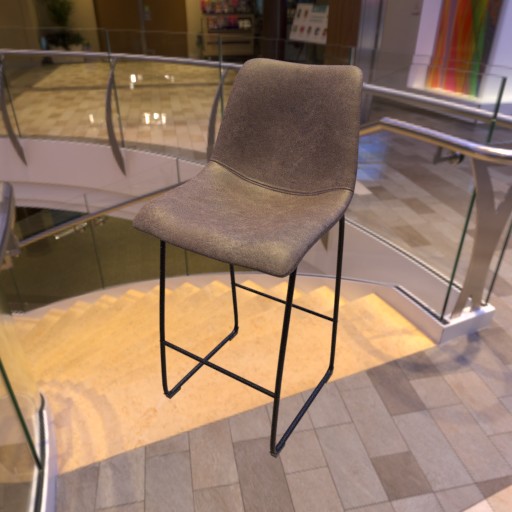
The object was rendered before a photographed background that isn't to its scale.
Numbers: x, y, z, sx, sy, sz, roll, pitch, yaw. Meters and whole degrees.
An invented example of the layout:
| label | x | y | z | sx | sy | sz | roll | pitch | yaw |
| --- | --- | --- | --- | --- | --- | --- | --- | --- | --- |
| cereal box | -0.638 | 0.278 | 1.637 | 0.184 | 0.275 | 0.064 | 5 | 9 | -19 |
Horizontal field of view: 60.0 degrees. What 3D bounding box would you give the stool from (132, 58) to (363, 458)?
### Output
| label | x | y | z | sx | sy | sz | roll | pitch | yaw |
| --- | --- | --- | --- | --- | --- | --- | --- | --- | --- |
| stool | 0.000 | 0.000 | 1.397 | 0.514 | 1.082 | 0.561 | 18 | 35 | 28 |
